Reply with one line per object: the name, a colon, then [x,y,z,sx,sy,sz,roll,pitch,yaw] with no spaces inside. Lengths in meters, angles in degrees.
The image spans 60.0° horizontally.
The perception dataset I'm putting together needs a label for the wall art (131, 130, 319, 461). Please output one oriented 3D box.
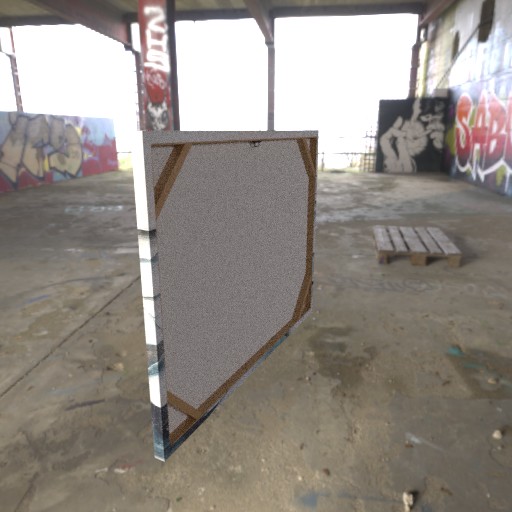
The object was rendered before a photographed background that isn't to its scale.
wall art: [0.000,0.000,1.674,0.039,0.915,1.219,8,18,26]
